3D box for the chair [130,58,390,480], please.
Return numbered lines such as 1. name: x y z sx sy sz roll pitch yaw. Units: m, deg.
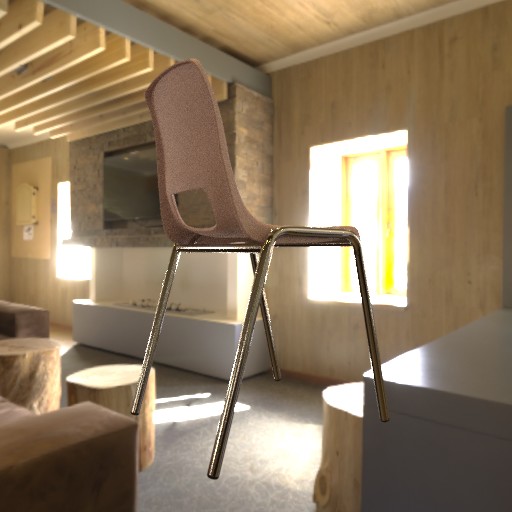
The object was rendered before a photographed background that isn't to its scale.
1. chair: 0.000 0.000 0.961 0.436 0.704 0.381 -1 1 -36
